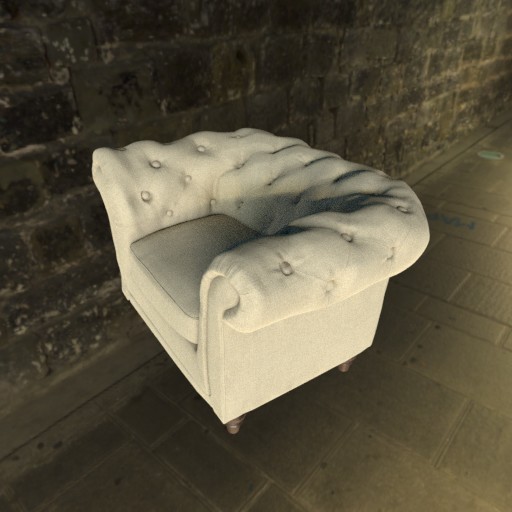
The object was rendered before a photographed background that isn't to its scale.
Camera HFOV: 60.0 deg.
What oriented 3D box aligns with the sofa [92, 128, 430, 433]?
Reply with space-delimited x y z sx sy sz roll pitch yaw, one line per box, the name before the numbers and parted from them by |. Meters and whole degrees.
sofa | 0.000 0.000 2.025 1.034 0.878 1.405 -19 36 -29
